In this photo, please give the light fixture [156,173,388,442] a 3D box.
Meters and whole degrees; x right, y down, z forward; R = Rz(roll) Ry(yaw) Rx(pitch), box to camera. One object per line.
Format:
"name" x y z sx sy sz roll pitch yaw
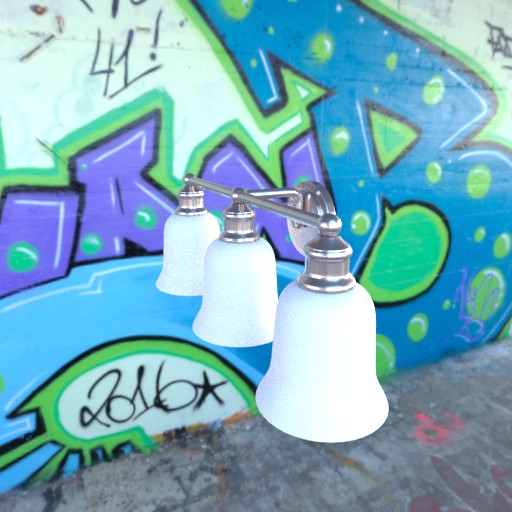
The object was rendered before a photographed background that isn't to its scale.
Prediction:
"light fixture" 0.000 0.000 0.657 0.198 0.211 0.570 -8 18 -26
